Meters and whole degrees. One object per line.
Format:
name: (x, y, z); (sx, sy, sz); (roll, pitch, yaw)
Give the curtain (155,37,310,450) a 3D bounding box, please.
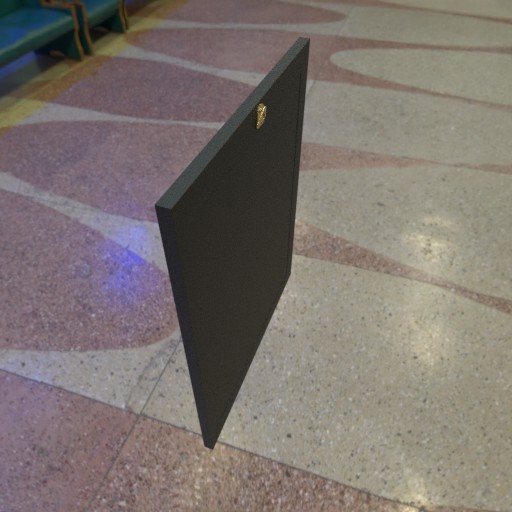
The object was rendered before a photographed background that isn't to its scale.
curtain: (0.000, 0.000, 0.793); (0.027, 0.585, 0.483); (15, 47, 15)
